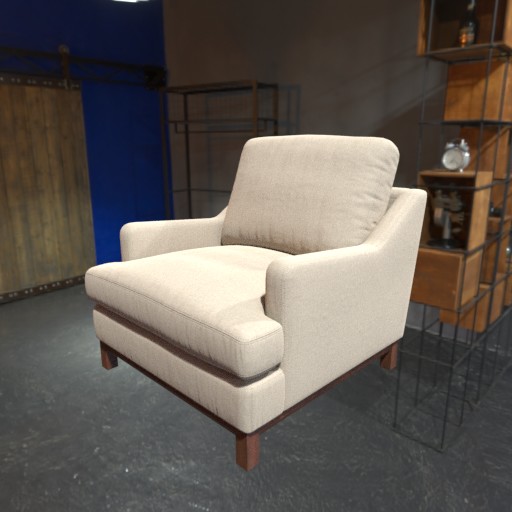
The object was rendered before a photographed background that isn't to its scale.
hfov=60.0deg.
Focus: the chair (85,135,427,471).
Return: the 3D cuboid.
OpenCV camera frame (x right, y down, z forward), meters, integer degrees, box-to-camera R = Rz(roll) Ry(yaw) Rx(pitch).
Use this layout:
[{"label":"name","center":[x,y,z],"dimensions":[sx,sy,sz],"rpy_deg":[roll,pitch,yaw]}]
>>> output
[{"label":"chair","center":[0.000,0.000,1.722],"dimensions":[0.912,0.916,1.001],"rpy_deg":[14,20,43]}]
